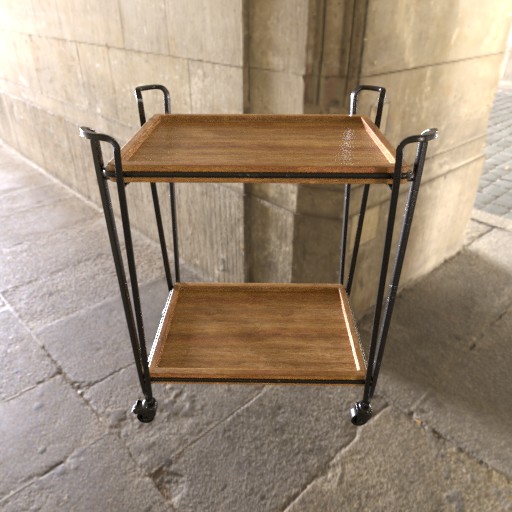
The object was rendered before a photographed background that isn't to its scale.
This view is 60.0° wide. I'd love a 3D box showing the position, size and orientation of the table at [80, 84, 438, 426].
[{"bbox_3d":[0.000,0.000,1.186,0.672,0.785,0.505,1,30,1],"label":"table"}]
